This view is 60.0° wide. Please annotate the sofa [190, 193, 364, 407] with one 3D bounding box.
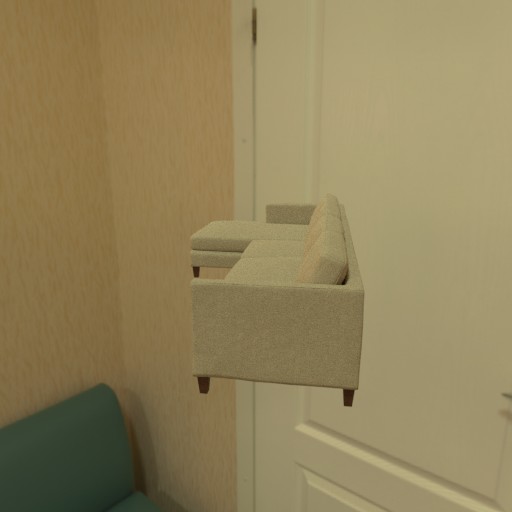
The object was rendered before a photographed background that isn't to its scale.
[{"bbox_3d":[0.000,0.000,3.935,1.625,0.846,3.186,2,15,9],"label":"sofa"}]
